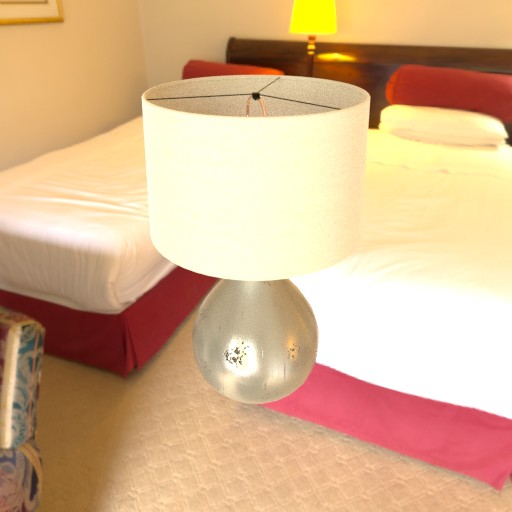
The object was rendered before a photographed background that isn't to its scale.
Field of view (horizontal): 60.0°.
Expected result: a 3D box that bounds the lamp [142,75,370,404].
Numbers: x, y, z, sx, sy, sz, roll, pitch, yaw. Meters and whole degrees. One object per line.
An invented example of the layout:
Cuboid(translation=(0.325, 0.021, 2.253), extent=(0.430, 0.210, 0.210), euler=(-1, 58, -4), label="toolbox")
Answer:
Cuboid(translation=(0.000, 0.000, 0.739), extent=(0.330, 0.521, 0.330), euler=(0, 30, 0), label="lamp")
